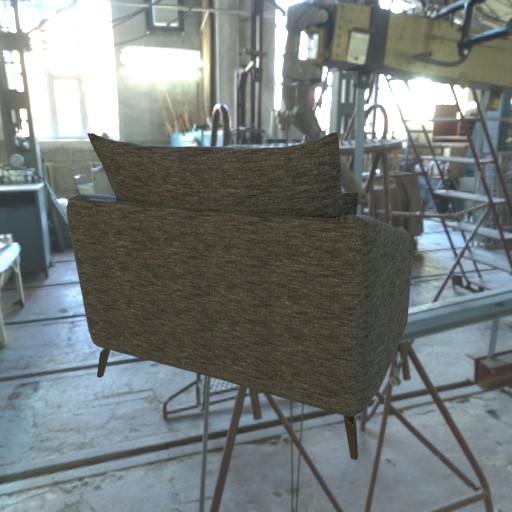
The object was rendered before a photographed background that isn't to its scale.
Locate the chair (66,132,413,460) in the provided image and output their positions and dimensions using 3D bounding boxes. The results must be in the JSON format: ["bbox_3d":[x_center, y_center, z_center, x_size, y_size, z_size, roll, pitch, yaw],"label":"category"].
[{"bbox_3d":[0.000,0.000,1.573,1.004,0.842,0.805,8,17,26],"label":"chair"}]
